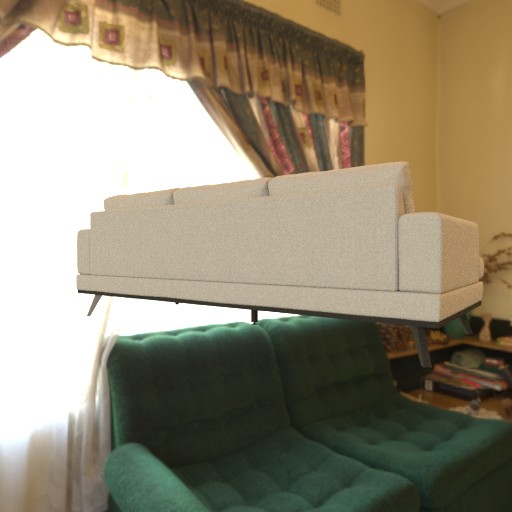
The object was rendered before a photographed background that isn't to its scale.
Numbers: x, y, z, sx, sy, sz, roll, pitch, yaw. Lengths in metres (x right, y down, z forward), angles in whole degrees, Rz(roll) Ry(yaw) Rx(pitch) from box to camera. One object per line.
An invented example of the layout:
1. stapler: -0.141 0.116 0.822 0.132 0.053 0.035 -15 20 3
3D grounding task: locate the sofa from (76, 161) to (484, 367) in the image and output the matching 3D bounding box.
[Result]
1. sofa: 0.000 0.000 2.630 2.310 0.810 0.920 0 1 36
